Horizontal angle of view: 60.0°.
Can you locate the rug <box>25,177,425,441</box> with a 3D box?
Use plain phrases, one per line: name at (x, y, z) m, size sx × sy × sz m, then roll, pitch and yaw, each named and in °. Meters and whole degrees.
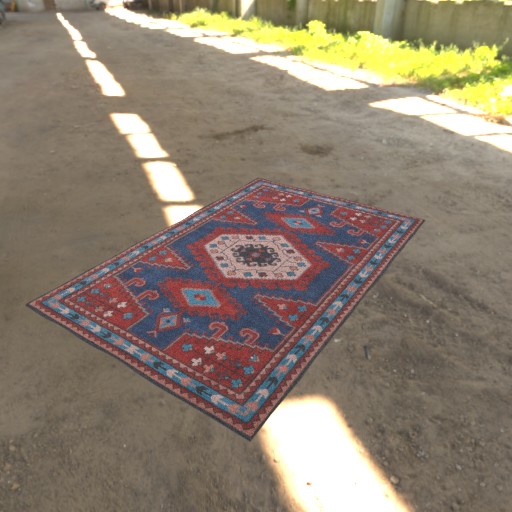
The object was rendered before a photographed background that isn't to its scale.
rug at (0.000, 0.000, 2.283) m, size 1.207 × 0.012 × 1.820 m, roll 20°, pitch 36°, yaw 29°
